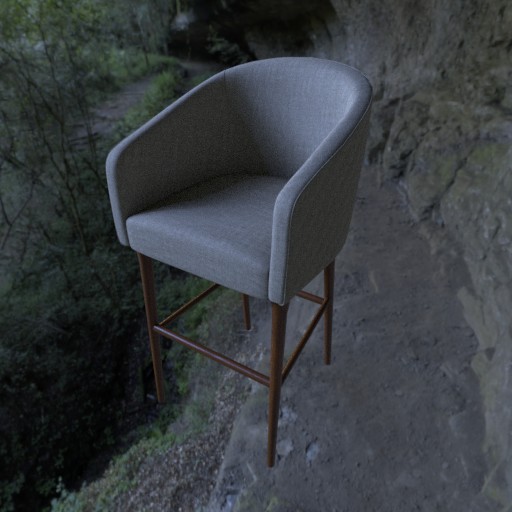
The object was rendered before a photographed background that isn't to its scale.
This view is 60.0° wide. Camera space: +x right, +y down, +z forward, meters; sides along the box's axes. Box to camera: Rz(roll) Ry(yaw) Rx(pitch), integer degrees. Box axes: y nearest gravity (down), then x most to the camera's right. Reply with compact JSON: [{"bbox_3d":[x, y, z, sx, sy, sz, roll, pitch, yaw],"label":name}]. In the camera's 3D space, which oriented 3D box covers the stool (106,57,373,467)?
[{"bbox_3d":[0.000,0.000,1.379,0.559,1.078,0.607,19,36,28],"label":"stool"}]
